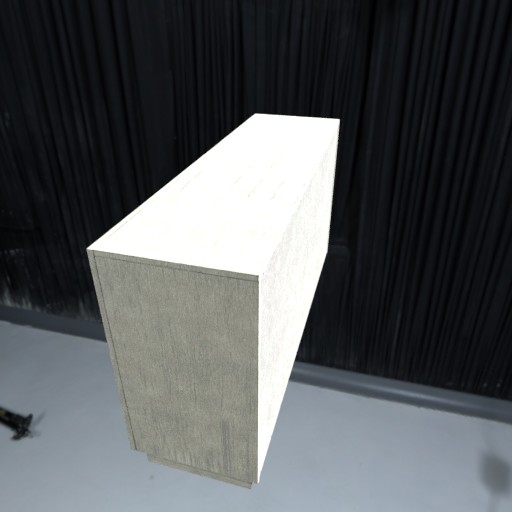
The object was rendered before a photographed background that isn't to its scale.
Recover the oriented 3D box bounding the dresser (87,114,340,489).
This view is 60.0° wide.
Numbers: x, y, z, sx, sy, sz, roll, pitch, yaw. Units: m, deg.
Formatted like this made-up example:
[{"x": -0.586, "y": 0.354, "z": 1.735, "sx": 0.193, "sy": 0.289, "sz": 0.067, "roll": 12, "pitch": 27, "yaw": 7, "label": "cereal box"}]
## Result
[{"x": 0.000, "y": 0.000, "z": 2.030, "sx": 0.483, "sy": 0.889, "sz": 1.628, "roll": 8, "pitch": 32, "yaw": 14, "label": "dresser"}]
